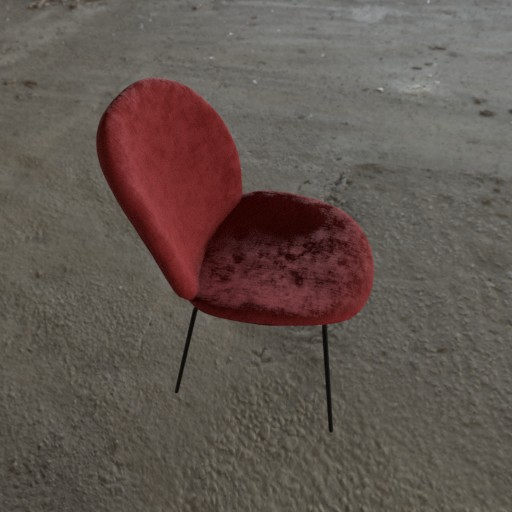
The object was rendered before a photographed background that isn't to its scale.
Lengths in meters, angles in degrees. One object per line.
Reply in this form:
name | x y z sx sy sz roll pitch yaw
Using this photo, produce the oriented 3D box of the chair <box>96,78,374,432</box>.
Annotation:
chair | 0.000 0.000 1.124 0.587 0.791 0.458 11 47 10
